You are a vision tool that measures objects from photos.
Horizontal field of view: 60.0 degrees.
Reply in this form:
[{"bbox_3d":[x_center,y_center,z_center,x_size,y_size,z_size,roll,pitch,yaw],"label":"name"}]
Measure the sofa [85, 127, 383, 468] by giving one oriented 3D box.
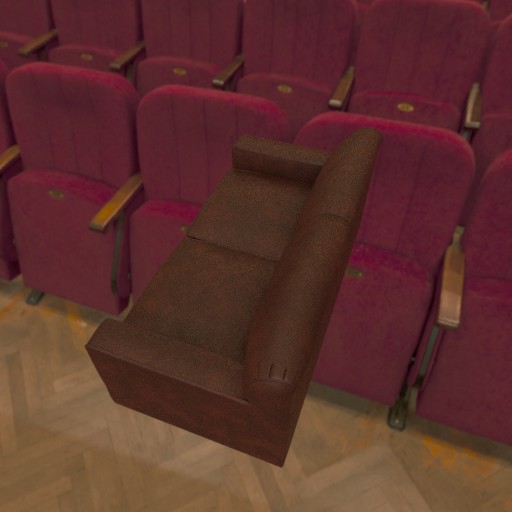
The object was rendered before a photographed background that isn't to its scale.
[{"bbox_3d":[0.000,0.000,2.517,1.000,0.966,1.856,15,48,14],"label":"sofa"}]
